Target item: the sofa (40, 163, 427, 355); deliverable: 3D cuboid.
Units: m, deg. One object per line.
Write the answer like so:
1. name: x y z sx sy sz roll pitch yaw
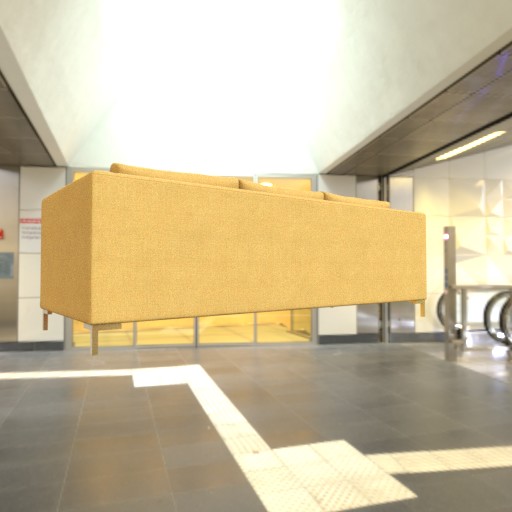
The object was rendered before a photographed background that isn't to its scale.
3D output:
1. sofa: 0.000 0.000 2.907 2.415 0.867 0.969 1 -2 -37
